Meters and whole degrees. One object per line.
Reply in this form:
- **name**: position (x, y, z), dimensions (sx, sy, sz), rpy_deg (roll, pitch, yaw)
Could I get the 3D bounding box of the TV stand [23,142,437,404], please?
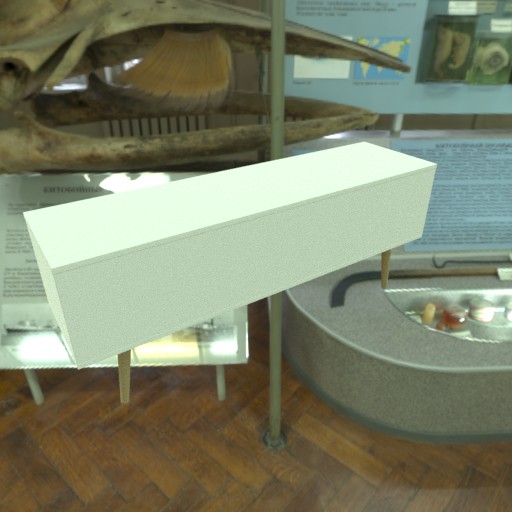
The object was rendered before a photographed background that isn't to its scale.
- **TV stand**: position (0.000, 0.000, 1.641), dimensions (1.398, 0.560, 0.401), rpy_deg (-18, 34, -29)
